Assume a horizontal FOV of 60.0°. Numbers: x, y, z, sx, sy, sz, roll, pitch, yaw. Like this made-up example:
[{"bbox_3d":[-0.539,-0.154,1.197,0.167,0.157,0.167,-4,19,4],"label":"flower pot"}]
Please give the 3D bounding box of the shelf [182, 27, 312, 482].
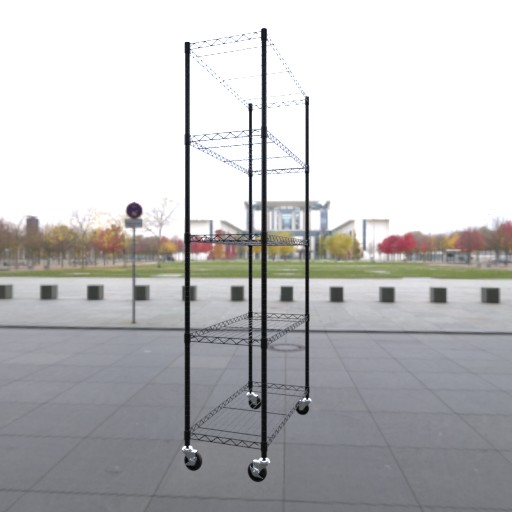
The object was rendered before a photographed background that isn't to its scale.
[{"bbox_3d":[0.000,0.000,1.999,0.356,1.645,0.762,0,0,19],"label":"shelf"}]
